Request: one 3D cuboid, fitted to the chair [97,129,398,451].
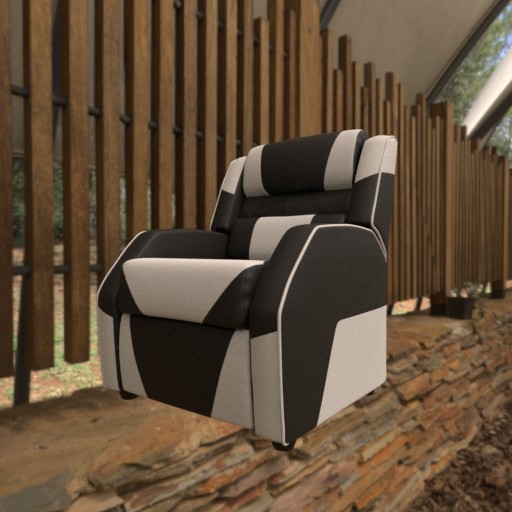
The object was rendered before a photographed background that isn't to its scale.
[{"bbox_3d":[0.000,0.000,1.298,0.620,0.805,0.672,1,1,37],"label":"chair"}]
